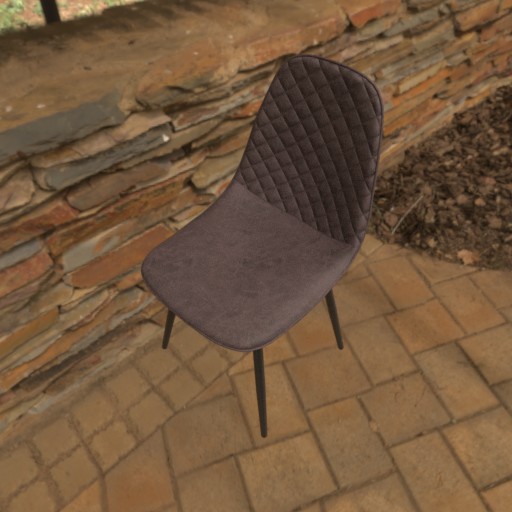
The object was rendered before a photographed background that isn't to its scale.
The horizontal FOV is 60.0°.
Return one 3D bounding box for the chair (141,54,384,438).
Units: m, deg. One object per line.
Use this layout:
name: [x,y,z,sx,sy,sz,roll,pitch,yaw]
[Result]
chair: [0.000,0.000,1.209,0.472,0.889,0.561,33,55,27]
